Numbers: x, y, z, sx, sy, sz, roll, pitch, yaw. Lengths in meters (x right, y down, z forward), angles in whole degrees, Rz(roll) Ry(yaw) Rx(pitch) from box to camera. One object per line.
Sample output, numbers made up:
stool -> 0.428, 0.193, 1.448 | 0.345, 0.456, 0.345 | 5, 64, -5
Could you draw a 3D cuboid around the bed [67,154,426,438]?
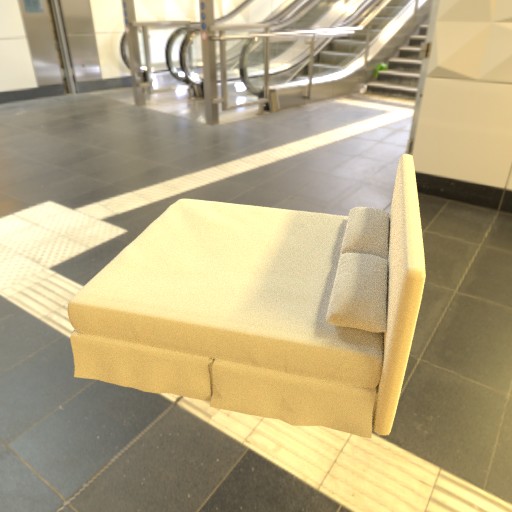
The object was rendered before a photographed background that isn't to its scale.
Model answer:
bed -> 0.000, 0.000, 3.629 | 2.341, 1.317, 2.119 | 8, 31, 13
